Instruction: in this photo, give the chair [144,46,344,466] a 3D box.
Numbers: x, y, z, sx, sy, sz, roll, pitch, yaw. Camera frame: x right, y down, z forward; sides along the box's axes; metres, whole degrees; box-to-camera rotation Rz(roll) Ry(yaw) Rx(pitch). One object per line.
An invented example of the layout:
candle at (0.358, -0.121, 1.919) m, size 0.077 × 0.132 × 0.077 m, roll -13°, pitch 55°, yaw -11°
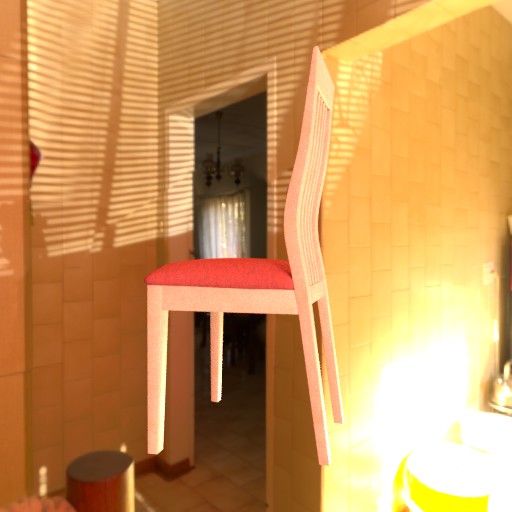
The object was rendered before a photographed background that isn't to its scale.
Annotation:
chair at (0.000, 0.000, 1.285) m, size 0.474 × 1.027 × 0.460 m, roll 0°, pitch 2°, yaw 18°
